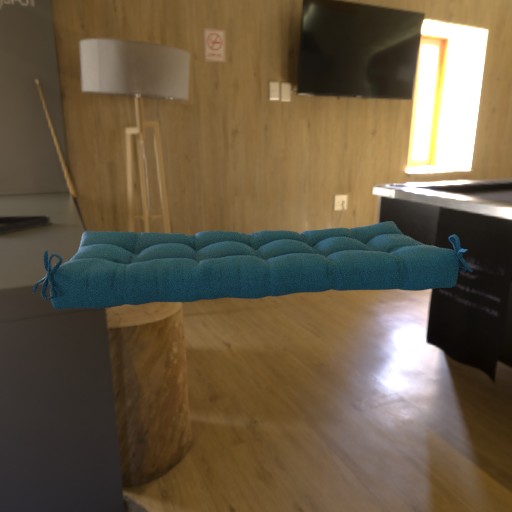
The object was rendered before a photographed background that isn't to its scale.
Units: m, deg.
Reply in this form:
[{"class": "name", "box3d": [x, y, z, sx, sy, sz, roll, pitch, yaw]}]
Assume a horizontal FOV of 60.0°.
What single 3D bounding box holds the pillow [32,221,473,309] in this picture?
[{"class": "pillow", "box3d": [0.000, 0.000, 1.355, 1.194, 0.174, 0.511, -2, 16, -9]}]
